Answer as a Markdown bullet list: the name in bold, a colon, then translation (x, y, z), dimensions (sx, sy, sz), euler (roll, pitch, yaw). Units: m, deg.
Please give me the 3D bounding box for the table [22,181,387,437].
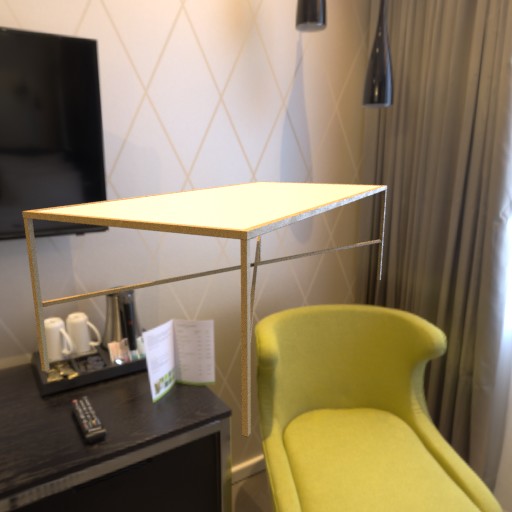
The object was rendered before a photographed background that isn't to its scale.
- **table**: translation (0.000, 0.000, 1.449), dimensions (0.580, 0.398, 1.206), euler (7, 15, 26)
